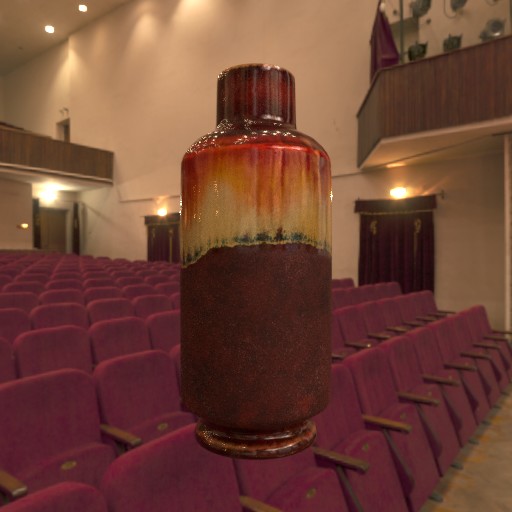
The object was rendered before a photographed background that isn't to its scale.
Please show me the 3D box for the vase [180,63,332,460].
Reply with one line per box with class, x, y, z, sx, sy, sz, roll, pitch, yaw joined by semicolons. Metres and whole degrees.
vase;0.000;0.000;0.328;0.111;0.261;0.111;0;0;0
